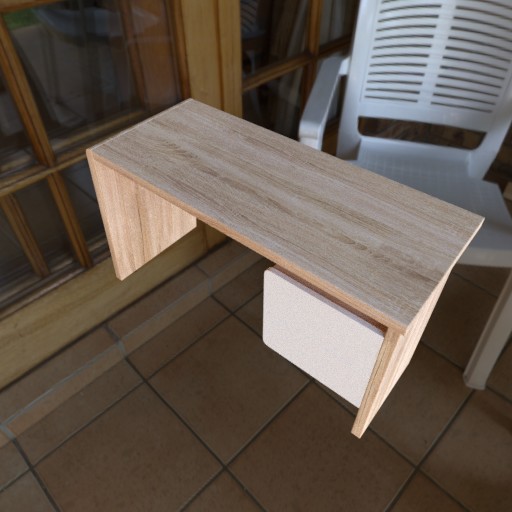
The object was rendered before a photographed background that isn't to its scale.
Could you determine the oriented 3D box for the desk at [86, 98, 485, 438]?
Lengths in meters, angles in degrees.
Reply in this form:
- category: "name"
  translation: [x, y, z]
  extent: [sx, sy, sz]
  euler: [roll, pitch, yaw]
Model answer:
- category: "desk"
  translation: [0.000, 0.000, 1.698]
  extent: [1.300, 0.750, 0.500]
  euler: [30, 52, 27]
